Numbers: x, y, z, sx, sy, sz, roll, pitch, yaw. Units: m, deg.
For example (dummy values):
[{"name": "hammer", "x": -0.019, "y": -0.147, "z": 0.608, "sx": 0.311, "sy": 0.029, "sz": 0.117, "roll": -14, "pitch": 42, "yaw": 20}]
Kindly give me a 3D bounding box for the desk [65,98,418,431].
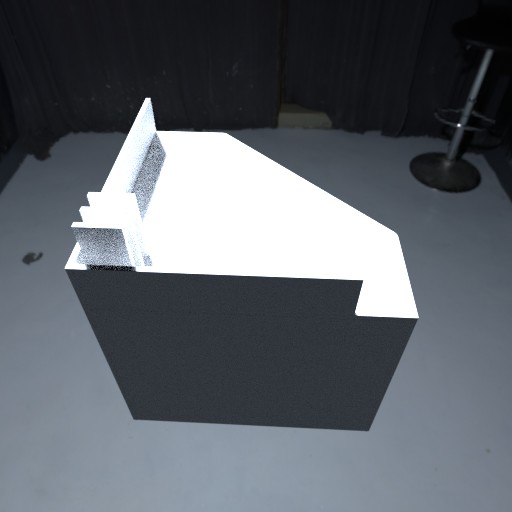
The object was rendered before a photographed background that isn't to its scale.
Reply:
[{"name": "desk", "x": 0.000, "y": 0.000, "z": 1.747, "sx": 0.940, "sy": 0.986, "sz": 0.940, "roll": 2, "pitch": 46, "yaw": 2}]
